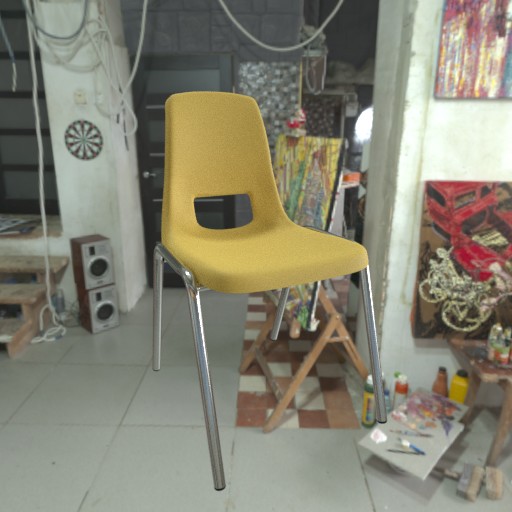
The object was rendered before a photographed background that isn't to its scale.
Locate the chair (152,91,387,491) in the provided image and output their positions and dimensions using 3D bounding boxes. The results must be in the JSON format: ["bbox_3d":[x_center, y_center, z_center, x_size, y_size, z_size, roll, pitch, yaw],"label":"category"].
[{"bbox_3d":[0.000,0.000,0.905,0.381,0.653,0.436,-9,19,-27],"label":"chair"}]
